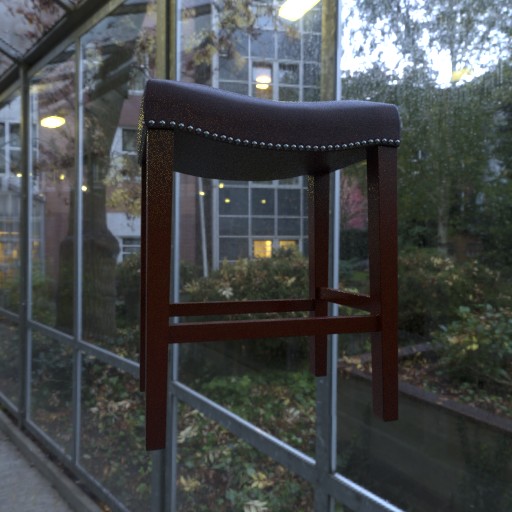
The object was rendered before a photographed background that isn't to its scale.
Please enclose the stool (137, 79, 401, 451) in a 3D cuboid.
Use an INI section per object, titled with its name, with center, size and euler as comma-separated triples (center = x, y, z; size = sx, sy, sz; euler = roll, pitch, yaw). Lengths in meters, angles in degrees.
[stool]
center = 0.000, 0.000, 0.989
size = 0.504, 0.657, 0.372
euler = 0, 1, -16
